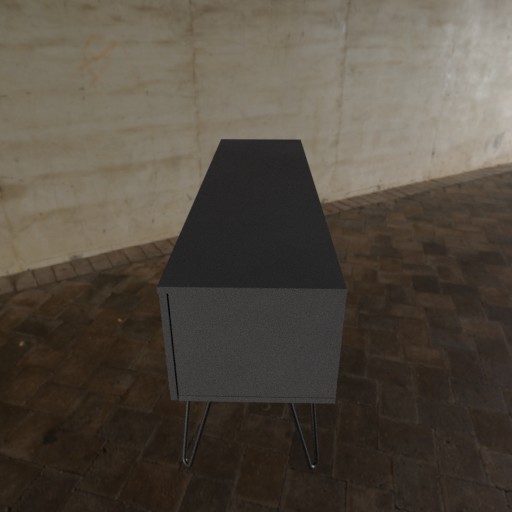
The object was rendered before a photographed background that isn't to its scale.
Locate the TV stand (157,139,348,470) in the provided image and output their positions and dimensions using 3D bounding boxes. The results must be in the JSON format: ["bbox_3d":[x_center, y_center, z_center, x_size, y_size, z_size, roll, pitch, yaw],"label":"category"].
[{"bbox_3d":[0.000,0.000,1.645,0.400,0.560,1.400,1,27,1],"label":"TV stand"}]
